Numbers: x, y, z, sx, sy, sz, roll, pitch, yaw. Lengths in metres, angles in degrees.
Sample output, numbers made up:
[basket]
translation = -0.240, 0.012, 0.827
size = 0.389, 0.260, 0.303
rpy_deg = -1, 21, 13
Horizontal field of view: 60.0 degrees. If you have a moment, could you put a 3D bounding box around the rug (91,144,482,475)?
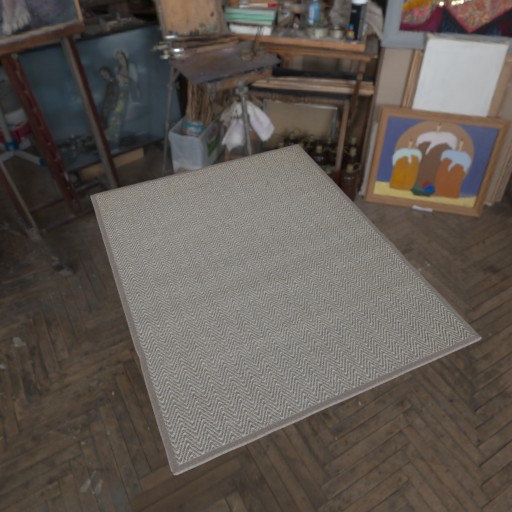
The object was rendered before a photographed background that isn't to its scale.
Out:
[rug]
translation = 0.000, 0.000, 3.986
size = 2.434, 0.032, 3.007
rpy_deg = -18, 48, -16
